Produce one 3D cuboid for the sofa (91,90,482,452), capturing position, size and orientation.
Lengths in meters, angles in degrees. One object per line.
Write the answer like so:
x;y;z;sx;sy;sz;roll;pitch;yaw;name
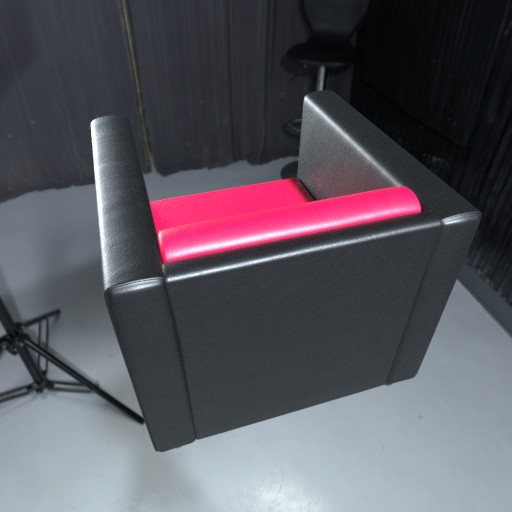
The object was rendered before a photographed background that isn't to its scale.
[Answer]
0.000;0.000;1.407;0.839;0.724;0.809;-12;42;-13;sofa
